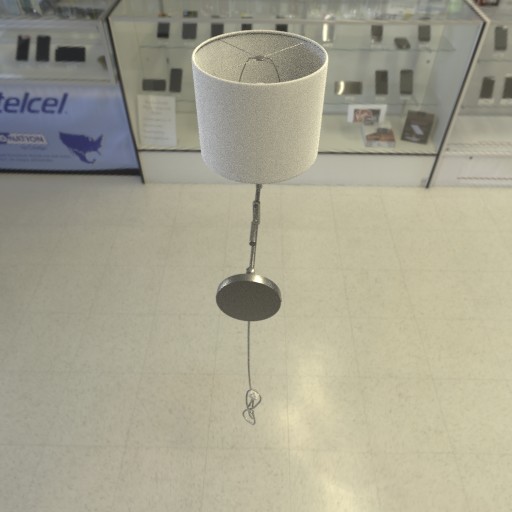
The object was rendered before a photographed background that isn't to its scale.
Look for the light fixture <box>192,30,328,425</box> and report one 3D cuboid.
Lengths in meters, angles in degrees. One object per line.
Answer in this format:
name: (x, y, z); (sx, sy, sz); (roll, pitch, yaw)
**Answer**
light fixture: (0.000, 0.000, 1.045); (0.253, 0.842, 0.479); (3, 46, 3)
